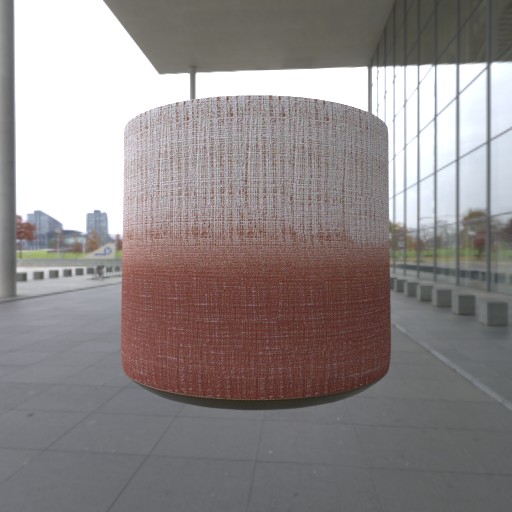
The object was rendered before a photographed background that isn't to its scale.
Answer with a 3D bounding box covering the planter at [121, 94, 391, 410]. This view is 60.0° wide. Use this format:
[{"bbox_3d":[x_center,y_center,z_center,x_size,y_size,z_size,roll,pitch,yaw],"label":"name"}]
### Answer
[{"bbox_3d":[0.000,0.000,0.379,0.221,0.201,0.221,0,0,0],"label":"planter"}]
